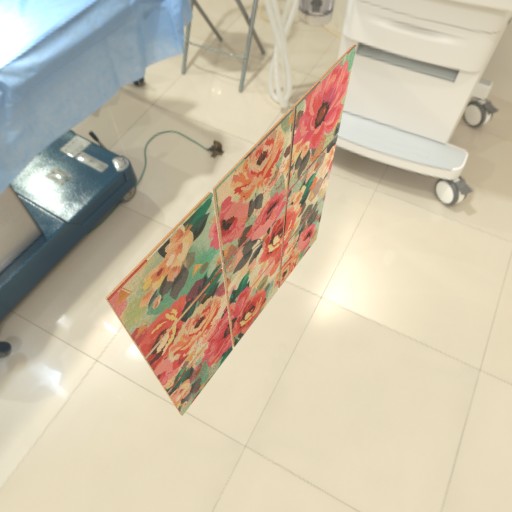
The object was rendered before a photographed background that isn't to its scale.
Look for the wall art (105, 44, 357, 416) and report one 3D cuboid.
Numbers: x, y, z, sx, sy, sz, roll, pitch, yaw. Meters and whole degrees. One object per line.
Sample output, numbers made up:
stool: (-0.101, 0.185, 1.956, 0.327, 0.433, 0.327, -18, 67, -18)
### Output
wall art: (0.000, 0.000, 1.816, 0.013, 1.220, 1.216, 31, 63, 18)
